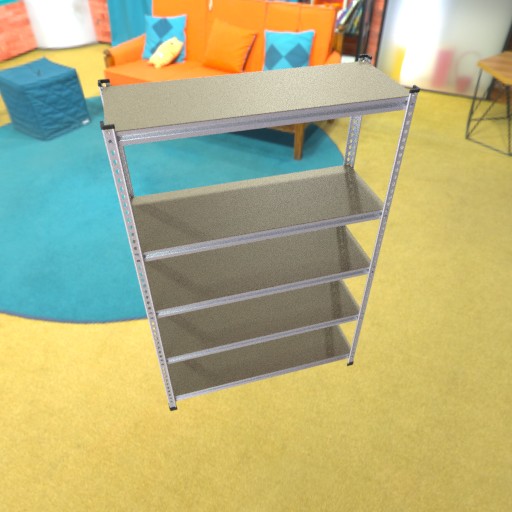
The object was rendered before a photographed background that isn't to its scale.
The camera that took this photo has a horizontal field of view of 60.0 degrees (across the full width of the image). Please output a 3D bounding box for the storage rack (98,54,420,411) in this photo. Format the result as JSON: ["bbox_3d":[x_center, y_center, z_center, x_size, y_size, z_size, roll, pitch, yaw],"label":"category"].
[{"bbox_3d":[0.000,0.000,2.377,1.219,1.829,0.457,-11,42,-12],"label":"storage rack"}]
